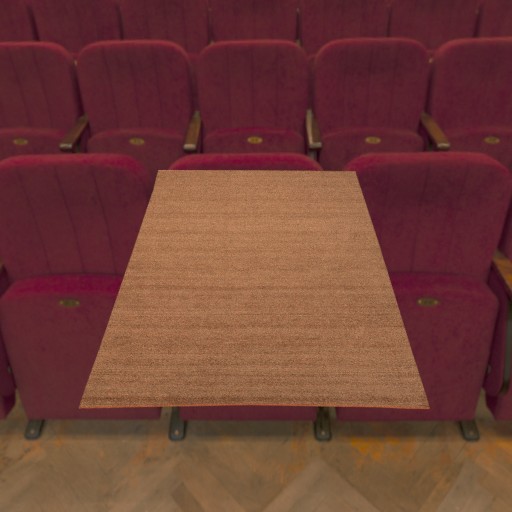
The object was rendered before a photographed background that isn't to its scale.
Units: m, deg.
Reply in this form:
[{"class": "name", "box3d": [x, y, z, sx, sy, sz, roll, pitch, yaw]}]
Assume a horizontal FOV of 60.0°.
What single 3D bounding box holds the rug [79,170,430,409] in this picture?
[{"class": "rug", "box3d": [0.000, 0.000, 5.025, 2.873, 0.053, 3.778, 0, 41, 0]}]
